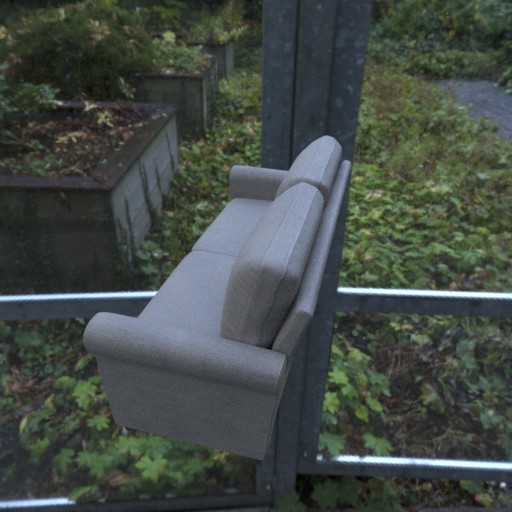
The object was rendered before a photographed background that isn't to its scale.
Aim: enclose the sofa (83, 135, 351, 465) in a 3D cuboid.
[{"bbox_3d":[0.000,0.000,2.435,0.842,0.942,1.935,8,32,13],"label":"sofa"}]
